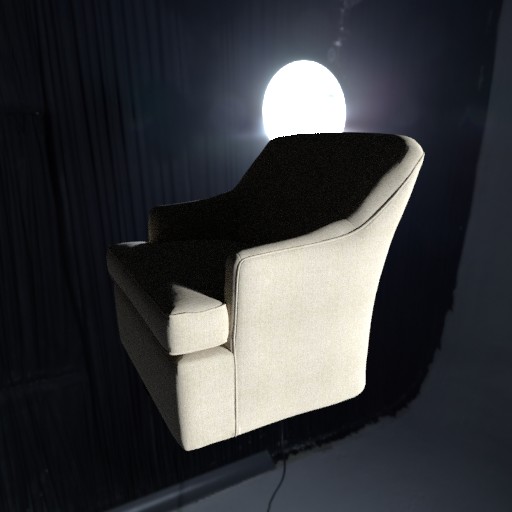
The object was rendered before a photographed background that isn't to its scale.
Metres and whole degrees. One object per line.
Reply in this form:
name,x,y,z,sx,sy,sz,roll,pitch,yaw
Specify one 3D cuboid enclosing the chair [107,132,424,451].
chair,0.000,0.000,1.595,0.923,0.856,0.864,-9,18,-27
